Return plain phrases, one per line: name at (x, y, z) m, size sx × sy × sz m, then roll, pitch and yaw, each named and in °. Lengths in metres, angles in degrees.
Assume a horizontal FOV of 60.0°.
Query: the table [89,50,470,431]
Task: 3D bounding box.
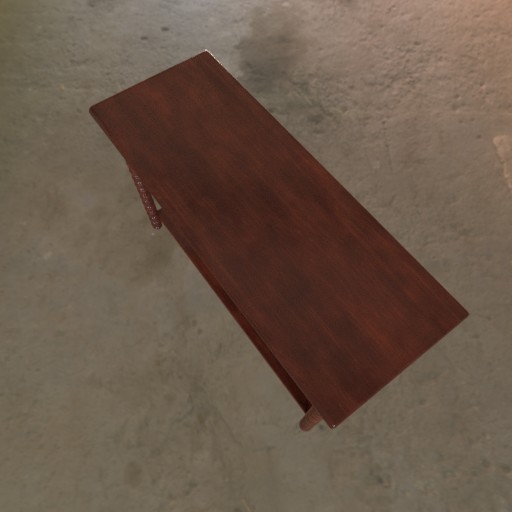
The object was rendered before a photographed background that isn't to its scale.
table at (0.000, 0.000, 1.577) m, size 0.459 × 0.740 × 1.184 m, roll -33°, pitch 68°, yaw -15°
